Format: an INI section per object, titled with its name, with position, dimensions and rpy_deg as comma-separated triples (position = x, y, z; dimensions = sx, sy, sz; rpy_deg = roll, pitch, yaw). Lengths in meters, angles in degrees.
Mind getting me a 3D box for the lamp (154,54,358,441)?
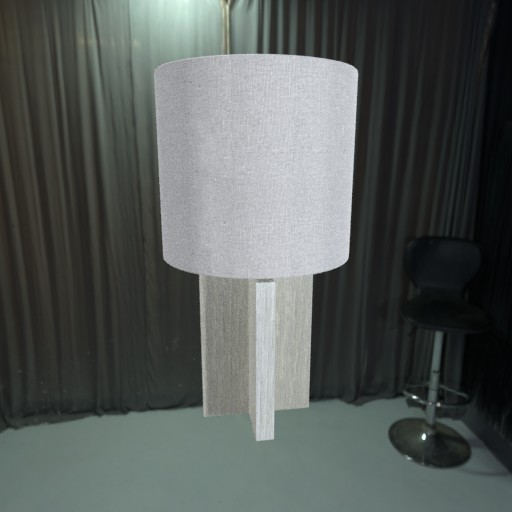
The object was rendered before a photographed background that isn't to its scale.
[lamp]
position = 0.000, 0.000, 0.558
dimensions = 0.229, 0.428, 0.229
rpy_deg = -2, 14, -9
